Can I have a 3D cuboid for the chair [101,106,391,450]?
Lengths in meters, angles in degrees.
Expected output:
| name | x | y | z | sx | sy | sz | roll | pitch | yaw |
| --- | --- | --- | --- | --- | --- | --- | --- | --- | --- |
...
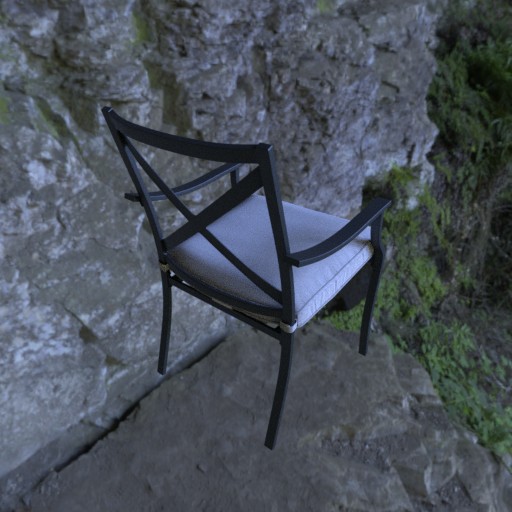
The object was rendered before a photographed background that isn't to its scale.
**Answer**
| name | x | y | z | sx | sy | sz | roll | pitch | yaw |
| --- | --- | --- | --- | --- | --- | --- | --- | --- | --- |
| chair | 0.000 | 0.000 | 1.315 | 0.575 | 0.889 | 0.620 | 22 | 38 | 32 |
